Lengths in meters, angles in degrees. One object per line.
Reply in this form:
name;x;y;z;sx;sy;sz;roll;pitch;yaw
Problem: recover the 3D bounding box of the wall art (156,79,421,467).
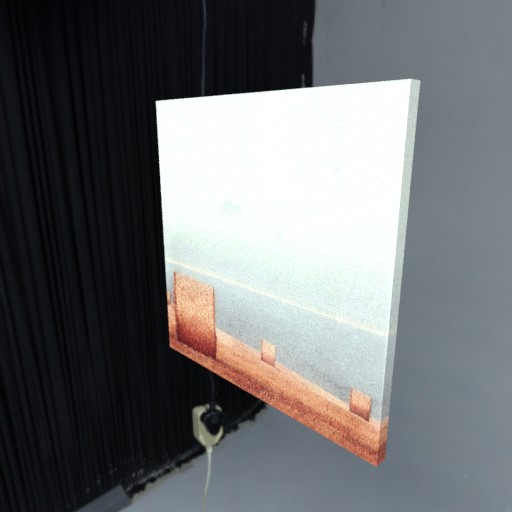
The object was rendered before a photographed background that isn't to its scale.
wall art;0.000;0.000;1.100;0.042;0.760;0.760;-15;22;-43
